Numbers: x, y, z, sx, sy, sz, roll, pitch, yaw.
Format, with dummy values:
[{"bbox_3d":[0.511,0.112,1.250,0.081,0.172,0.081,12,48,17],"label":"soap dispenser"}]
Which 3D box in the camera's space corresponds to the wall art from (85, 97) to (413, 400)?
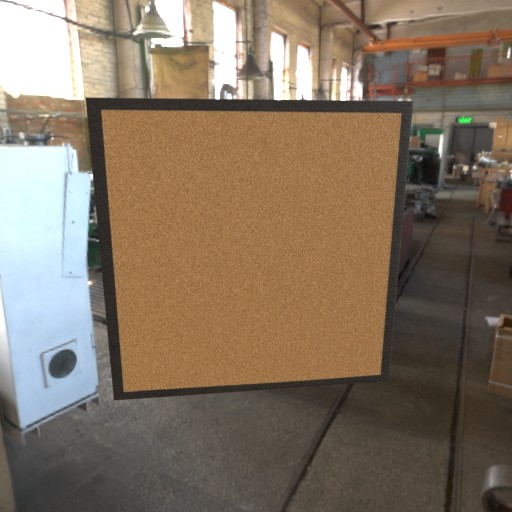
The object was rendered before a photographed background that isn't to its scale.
[{"bbox_3d":[0.000,0.000,1.036,0.695,0.691,0.029,-2,15,-7],"label":"wall art"}]
